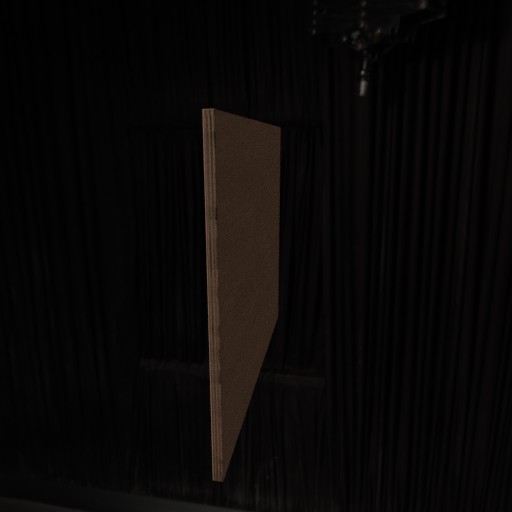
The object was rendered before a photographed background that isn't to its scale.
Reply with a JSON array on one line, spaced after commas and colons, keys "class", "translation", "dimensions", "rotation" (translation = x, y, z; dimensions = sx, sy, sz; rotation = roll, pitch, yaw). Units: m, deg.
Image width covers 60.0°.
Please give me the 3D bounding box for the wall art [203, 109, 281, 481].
[{"class": "wall art", "translation": [0.000, 0.000, 0.703], "dimensions": [0.012, 0.408, 0.508], "rotation": [2, 15, 10]}]
